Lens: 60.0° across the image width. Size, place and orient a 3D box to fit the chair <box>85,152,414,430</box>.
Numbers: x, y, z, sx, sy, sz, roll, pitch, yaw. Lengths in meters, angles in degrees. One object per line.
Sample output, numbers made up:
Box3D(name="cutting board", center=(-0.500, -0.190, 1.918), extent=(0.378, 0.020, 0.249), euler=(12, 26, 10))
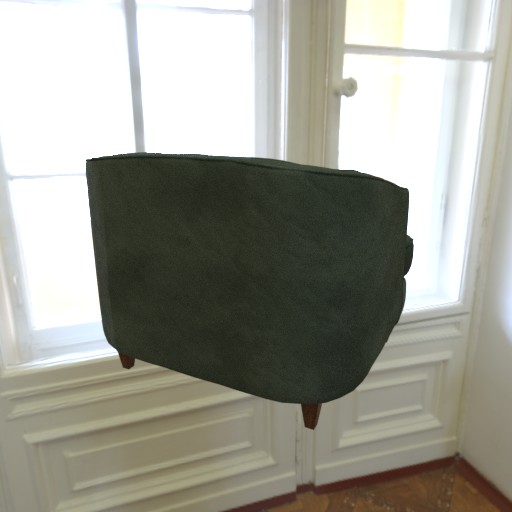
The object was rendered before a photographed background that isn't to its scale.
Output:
Box3D(name="chair", center=(0.000, 0.000, 1.783), extent=(1.104, 0.852, 0.941), euler=(9, 19, 26))
